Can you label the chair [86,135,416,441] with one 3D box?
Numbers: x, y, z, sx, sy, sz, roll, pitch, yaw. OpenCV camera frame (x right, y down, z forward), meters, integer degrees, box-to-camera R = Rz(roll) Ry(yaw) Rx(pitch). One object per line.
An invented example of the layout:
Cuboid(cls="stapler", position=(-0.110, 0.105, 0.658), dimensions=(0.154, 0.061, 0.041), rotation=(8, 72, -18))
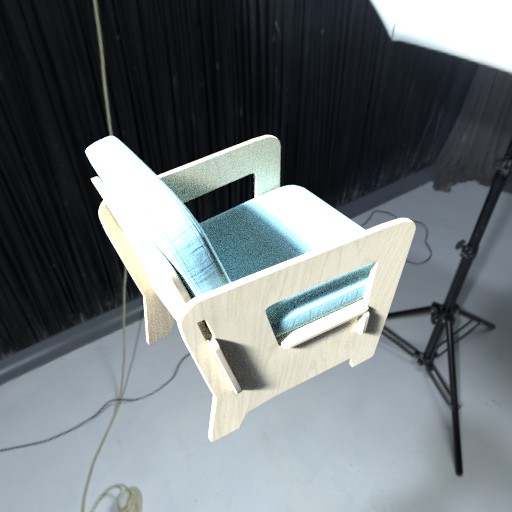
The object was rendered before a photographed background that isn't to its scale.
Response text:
Cuboid(cls="chair", position=(0.000, 0.000, 1.282), dimensions=(0.710, 0.800, 0.590), rotation=(-25, 46, -26))
